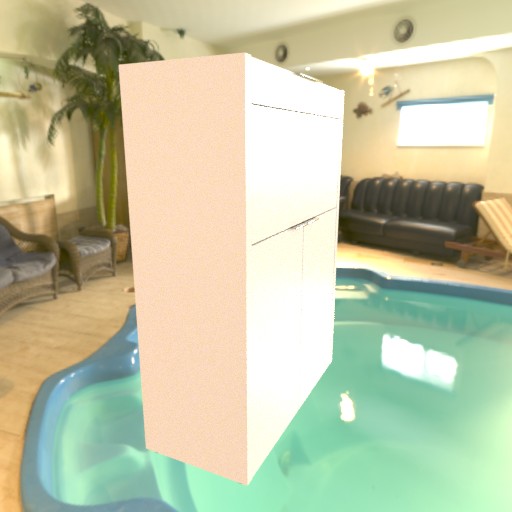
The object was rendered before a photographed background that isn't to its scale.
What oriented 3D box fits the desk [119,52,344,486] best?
[{"bbox_3d":[0.000,0.000,1.601,0.390,1.190,0.850,7,16,25],"label":"desk"}]
